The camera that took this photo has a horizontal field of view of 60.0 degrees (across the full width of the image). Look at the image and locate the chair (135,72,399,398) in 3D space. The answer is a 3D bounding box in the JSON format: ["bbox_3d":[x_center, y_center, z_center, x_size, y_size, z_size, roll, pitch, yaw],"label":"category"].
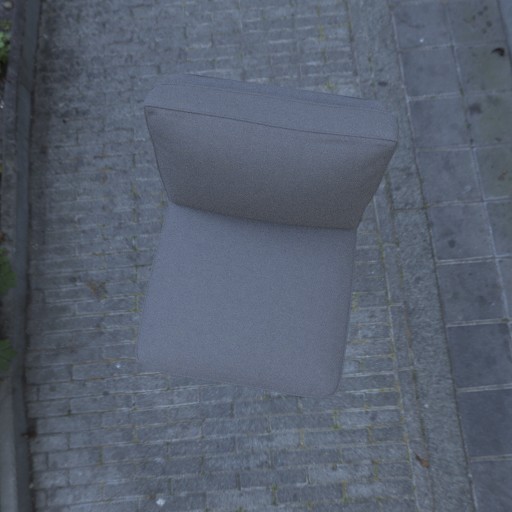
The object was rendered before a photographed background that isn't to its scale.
[{"bbox_3d":[0.000,0.000,1.630,0.724,1.045,0.924,9,76,2],"label":"chair"}]
